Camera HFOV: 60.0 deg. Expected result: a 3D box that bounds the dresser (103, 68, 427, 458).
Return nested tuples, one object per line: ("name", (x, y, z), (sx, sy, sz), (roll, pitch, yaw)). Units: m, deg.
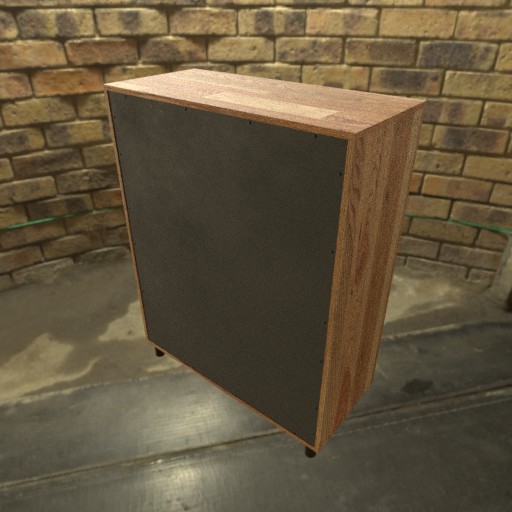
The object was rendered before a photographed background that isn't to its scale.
("dresser", (0.000, 0.000, 1.748), (0.966, 1.243, 0.480), (22, 38, 32))
